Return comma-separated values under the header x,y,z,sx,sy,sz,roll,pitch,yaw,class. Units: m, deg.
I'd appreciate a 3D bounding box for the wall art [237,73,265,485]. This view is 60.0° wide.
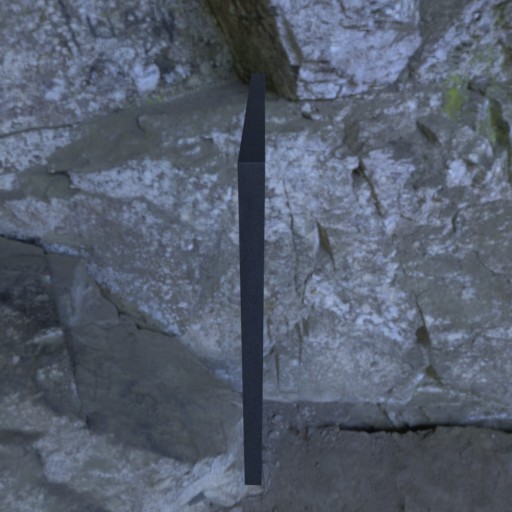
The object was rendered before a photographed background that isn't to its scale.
x,y,z,sx,sy,sz,roll,pitch,yaw,class
0.000,0.000,1.142,0.039,0.763,0.763,1,31,1,wall art
